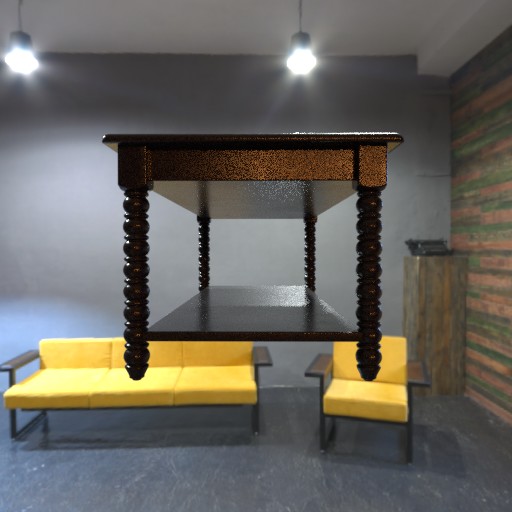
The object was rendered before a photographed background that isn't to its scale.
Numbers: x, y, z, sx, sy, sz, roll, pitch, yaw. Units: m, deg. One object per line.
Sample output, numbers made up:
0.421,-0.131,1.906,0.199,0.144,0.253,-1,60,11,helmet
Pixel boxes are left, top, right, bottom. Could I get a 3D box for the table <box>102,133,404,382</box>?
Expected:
0.000,0.000,1.428,0.580,0.487,1.171,0,1,1,table
